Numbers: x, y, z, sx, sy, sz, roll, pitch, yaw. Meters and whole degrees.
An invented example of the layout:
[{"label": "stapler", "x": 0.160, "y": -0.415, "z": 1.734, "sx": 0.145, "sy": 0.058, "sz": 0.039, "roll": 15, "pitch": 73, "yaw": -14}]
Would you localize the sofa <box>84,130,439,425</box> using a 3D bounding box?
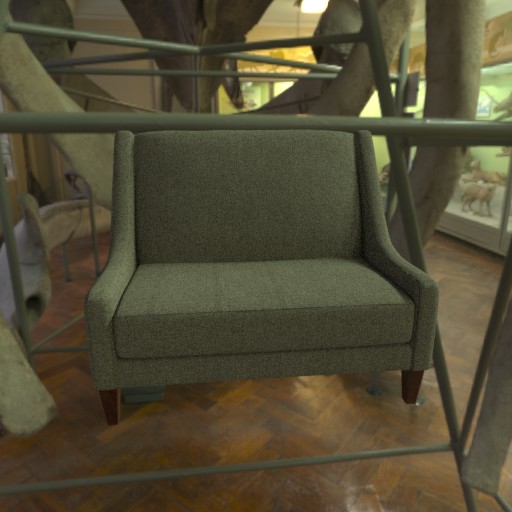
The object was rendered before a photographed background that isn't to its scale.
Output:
[{"label": "sofa", "x": 0.000, "y": 0.000, "z": 1.879, "sx": 1.242, "sy": 1.021, "sz": 0.870, "roll": -2, "pitch": 17, "yaw": -6}]
